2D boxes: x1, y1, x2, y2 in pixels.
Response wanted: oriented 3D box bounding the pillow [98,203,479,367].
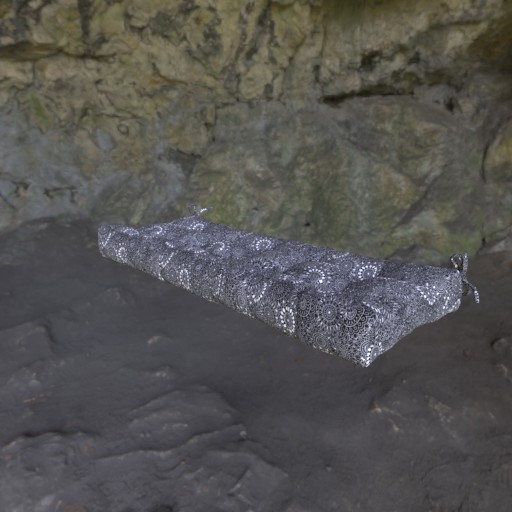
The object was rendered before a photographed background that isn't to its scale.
[{"bbox_3d":[0.000,0.000,1.355,0.511,0.174,1.194,-14,21,-42],"label":"pillow"}]
